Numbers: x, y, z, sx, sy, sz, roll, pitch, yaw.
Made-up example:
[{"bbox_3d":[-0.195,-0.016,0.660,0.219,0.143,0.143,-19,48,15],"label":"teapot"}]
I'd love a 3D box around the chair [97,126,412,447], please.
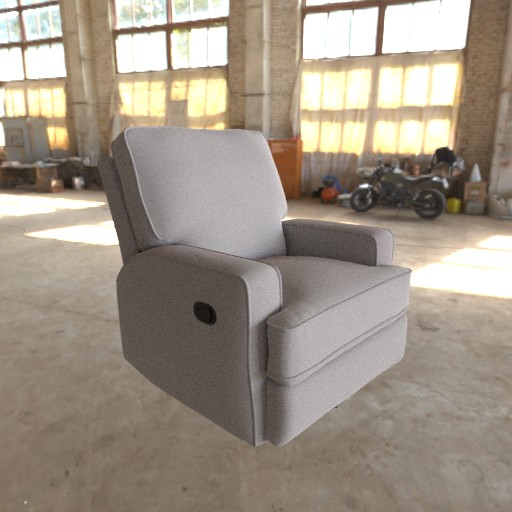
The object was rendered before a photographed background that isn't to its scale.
[{"bbox_3d":[0.000,0.000,1.705,0.969,0.964,0.861,14,21,42],"label":"chair"}]
